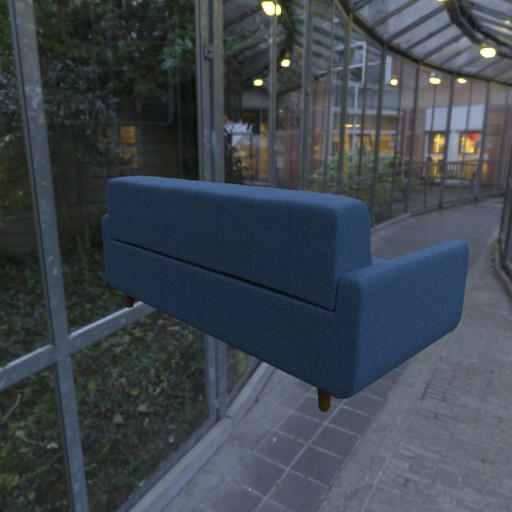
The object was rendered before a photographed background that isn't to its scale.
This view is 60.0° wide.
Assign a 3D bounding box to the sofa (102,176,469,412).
[{"bbox_3d":[0.000,0.000,2.597,0.942,0.884,2.055,-13,19,-42],"label":"sofa"}]
